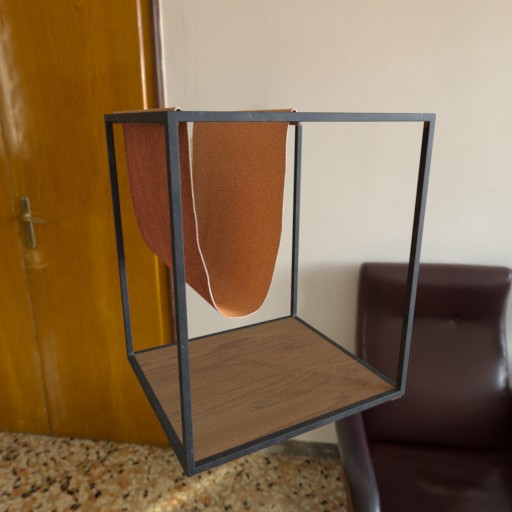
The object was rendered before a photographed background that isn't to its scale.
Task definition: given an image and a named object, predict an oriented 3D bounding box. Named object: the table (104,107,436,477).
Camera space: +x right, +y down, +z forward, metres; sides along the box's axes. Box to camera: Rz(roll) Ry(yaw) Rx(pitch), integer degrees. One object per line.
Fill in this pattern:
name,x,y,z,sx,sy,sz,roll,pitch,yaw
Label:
table,0.000,0.000,0.862,0.450,0.536,0.399,-9,19,-27
